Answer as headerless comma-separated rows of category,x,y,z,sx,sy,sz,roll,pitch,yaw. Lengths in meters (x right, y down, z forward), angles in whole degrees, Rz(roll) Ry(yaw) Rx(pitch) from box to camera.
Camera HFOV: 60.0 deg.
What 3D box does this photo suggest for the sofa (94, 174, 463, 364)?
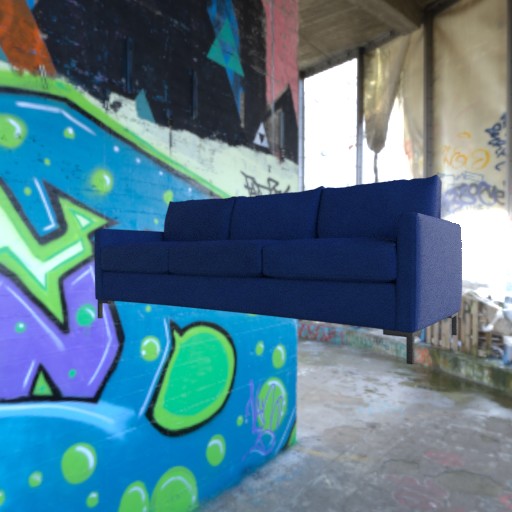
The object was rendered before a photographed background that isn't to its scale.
sofa,0.000,0.000,2.783,2.252,0.879,0.875,0,1,36
